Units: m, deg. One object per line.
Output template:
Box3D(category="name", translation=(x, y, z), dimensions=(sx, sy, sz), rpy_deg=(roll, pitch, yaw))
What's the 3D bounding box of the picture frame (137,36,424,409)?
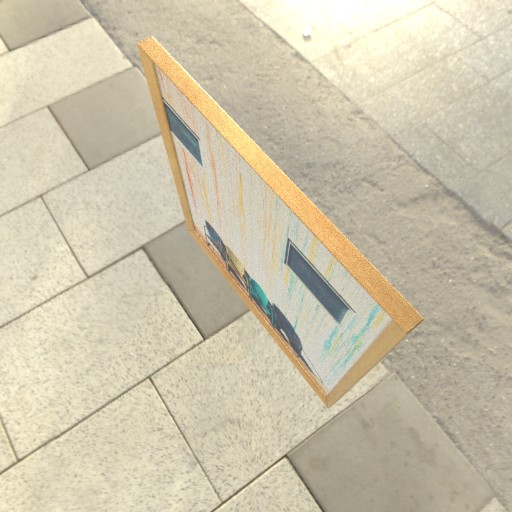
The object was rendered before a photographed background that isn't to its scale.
Box3D(category="picture frame", translation=(0.000, 0.000, 1.108), dimensions=(0.037, 0.761, 0.758), rpy_deg=(-34, 68, -16))
